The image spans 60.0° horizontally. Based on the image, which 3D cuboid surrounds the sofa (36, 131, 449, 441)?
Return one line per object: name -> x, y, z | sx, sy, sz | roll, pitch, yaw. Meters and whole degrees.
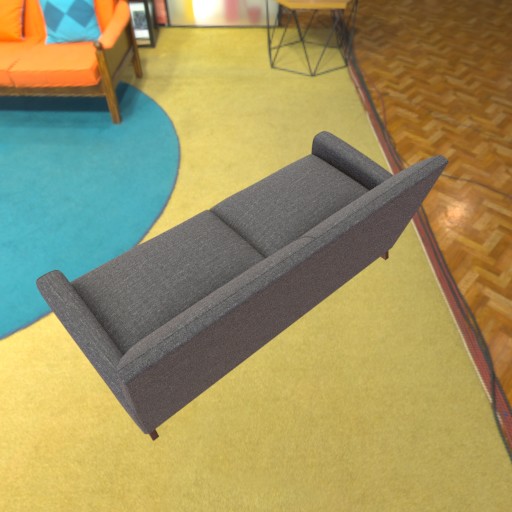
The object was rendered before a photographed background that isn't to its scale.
sofa -> 0.000, 0.000, 2.392 | 1.976, 0.846, 0.875 | -32, 55, -27
